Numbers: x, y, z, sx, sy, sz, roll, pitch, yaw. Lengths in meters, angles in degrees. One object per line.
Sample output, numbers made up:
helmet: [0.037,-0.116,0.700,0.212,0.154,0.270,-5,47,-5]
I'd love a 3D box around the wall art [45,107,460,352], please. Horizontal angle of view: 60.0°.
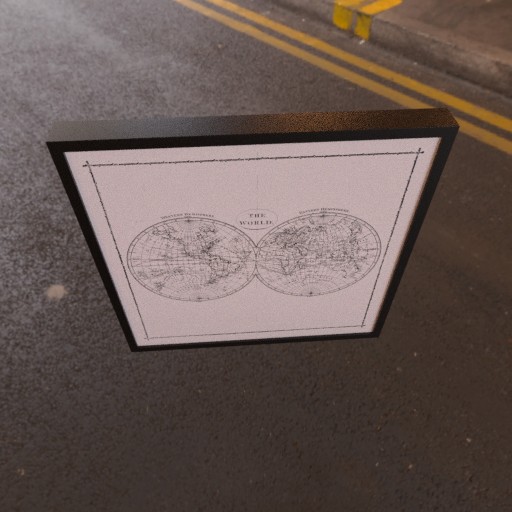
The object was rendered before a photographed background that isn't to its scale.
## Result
wall art: [0.000,0.000,0.476,0.327,0.318,0.029,-3,48,-3]
